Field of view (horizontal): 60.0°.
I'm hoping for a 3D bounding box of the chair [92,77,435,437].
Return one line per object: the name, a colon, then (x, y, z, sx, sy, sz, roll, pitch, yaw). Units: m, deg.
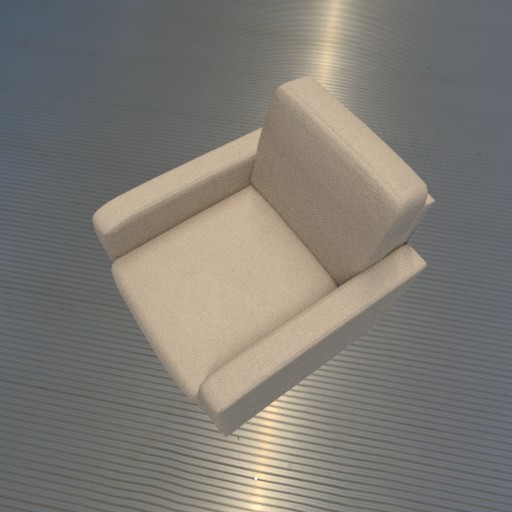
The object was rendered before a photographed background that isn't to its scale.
chair: (0.000, 0.000, 1.501, 0.888, 0.827, 0.755, -32, 68, -15)
